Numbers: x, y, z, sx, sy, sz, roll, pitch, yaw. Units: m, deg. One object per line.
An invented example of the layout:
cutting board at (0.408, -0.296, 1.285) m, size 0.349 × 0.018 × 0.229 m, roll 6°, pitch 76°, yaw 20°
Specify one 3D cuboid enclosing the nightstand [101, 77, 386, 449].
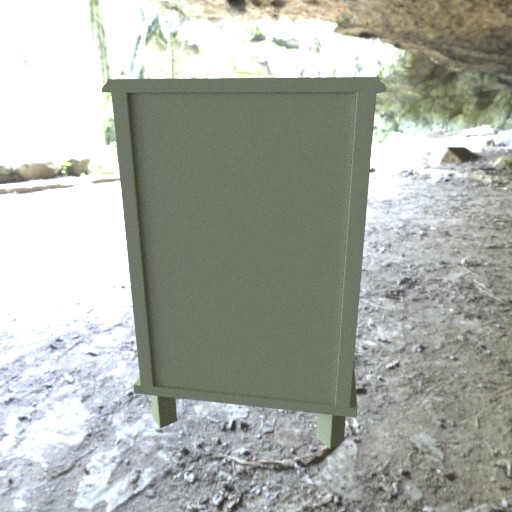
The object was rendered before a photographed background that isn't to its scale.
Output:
nightstand at (0.000, 0.000, 0.934) m, size 0.435 × 0.681 × 0.351 m, roll 3°, pitch 19°, yaw 9°
